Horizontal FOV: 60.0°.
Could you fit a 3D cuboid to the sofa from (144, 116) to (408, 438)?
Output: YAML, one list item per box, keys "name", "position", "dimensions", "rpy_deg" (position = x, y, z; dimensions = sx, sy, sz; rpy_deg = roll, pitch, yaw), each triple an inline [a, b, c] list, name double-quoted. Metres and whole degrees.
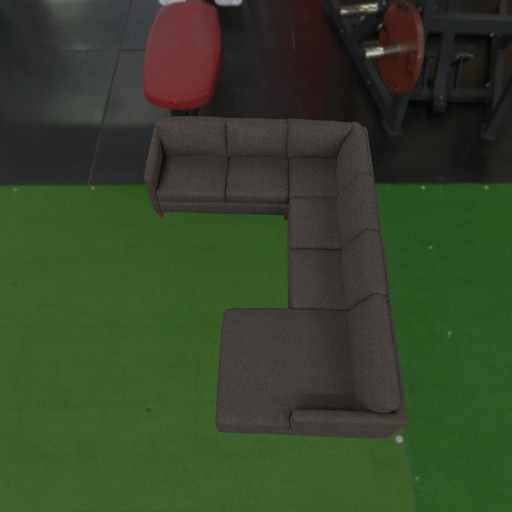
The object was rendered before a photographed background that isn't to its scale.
- name: "sofa"
  position: [0.000, 0.000, 4.674]
  dimensions: [2.594, 0.961, 3.460]
  rpy_deg: [2, 58, 1]
